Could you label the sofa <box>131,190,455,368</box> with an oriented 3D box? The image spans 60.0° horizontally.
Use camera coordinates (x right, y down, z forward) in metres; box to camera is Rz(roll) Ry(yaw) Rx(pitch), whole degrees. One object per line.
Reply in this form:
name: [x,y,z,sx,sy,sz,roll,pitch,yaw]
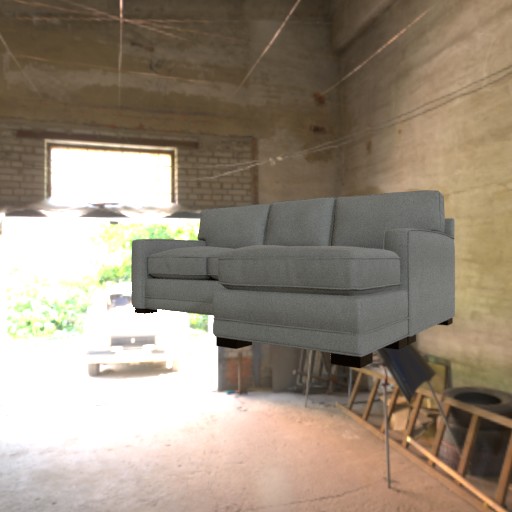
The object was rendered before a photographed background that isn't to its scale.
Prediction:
sofa: [0.000,0.000,2.864,2.087,0.861,1.496,0,0,37]
